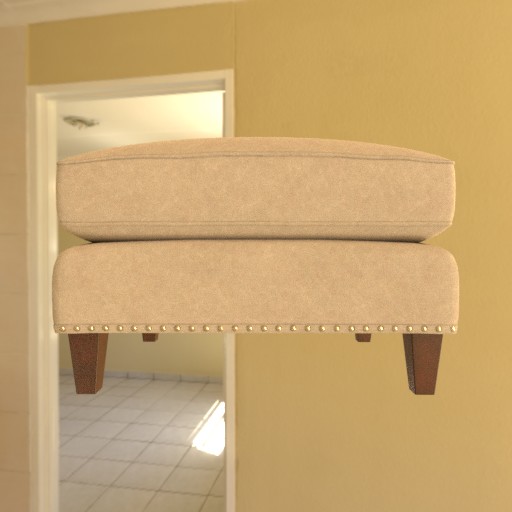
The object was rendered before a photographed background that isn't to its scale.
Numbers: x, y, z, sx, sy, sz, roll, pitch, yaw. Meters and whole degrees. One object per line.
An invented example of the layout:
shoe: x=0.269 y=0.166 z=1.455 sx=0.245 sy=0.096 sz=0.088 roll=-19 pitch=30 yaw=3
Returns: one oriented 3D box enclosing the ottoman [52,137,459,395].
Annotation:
ottoman: x=0.000 y=0.000 z=1.082 sx=0.741 sy=0.513 sz=0.584 roll=0 pitch=1 yaw=0
